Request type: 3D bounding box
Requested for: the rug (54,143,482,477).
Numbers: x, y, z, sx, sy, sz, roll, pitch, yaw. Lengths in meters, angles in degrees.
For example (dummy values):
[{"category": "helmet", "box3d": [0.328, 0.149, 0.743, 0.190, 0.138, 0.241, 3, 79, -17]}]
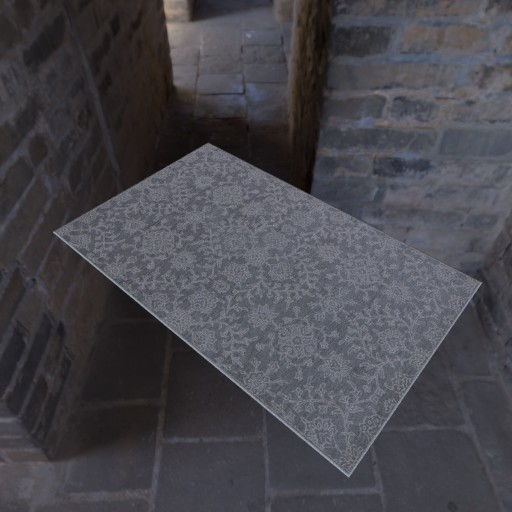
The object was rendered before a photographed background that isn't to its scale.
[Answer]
[{"category": "rug", "box3d": [0.000, 0.000, 2.930, 2.430, 0.010, 1.515, 32, 54, 27]}]
